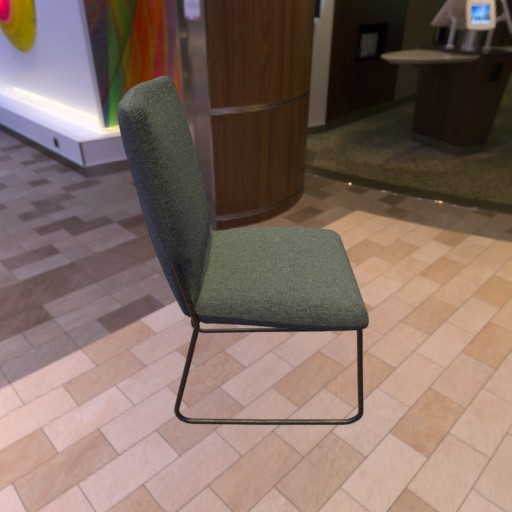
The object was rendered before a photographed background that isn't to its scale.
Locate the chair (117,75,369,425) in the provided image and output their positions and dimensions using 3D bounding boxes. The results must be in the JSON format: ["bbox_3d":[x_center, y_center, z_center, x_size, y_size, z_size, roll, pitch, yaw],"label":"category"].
[{"bbox_3d":[0.000,0.000,1.287,0.635,0.931,0.480,0,31,0],"label":"chair"}]
